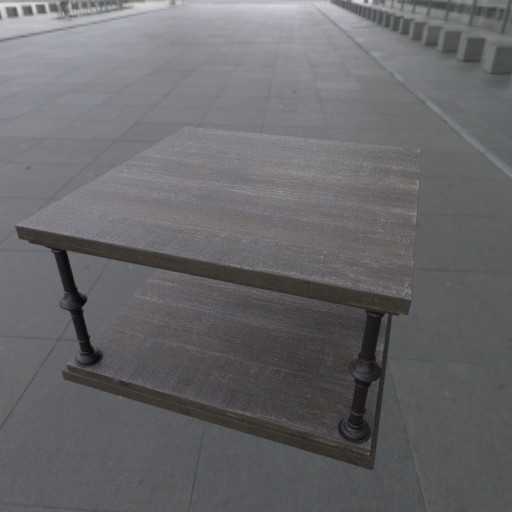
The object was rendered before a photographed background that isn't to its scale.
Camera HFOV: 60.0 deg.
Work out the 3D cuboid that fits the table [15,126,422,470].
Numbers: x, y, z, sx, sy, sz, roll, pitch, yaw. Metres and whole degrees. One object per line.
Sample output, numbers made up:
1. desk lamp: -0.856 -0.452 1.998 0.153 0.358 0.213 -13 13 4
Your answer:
1. table: 0.000 0.000 1.101 0.696 0.400 0.696 10 33 16
